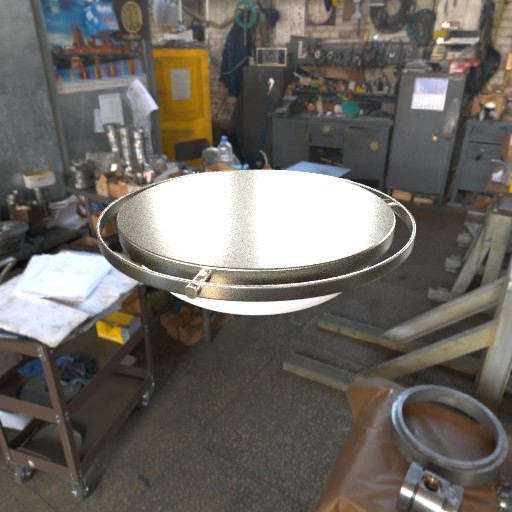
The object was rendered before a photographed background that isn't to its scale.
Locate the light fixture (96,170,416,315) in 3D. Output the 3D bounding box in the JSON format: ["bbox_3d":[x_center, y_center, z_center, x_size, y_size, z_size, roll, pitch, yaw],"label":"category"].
[{"bbox_3d":[0.000,0.000,0.551,0.361,0.130,0.361,0,26,0],"label":"light fixture"}]
